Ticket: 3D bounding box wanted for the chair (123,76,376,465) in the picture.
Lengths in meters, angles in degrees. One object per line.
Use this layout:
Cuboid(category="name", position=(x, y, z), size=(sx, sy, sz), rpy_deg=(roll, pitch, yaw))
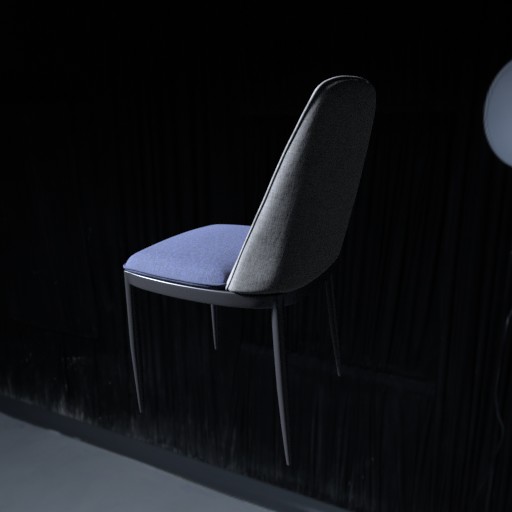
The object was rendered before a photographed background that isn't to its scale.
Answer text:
Cuboid(category="chair", position=(0.000, 0.000, 1.177), size=(0.550, 0.855, 0.488), rpy_deg=(8, 18, 25))
